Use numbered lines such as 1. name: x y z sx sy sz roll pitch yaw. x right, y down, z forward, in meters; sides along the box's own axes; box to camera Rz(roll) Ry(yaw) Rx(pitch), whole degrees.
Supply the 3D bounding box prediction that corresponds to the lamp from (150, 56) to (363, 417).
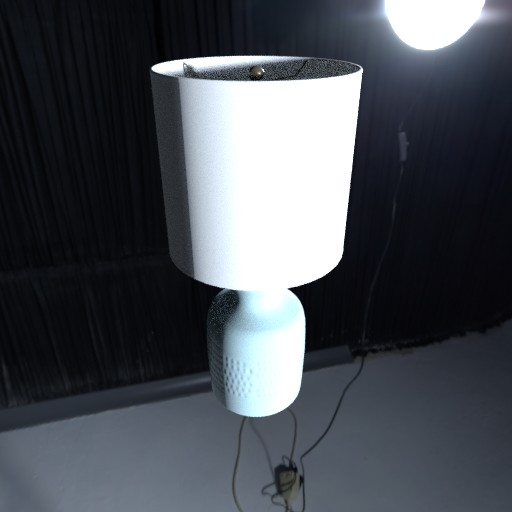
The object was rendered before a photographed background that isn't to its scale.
1. lamp: 0.000 0.000 1.099 0.418 0.871 0.418 -8 30 -13
